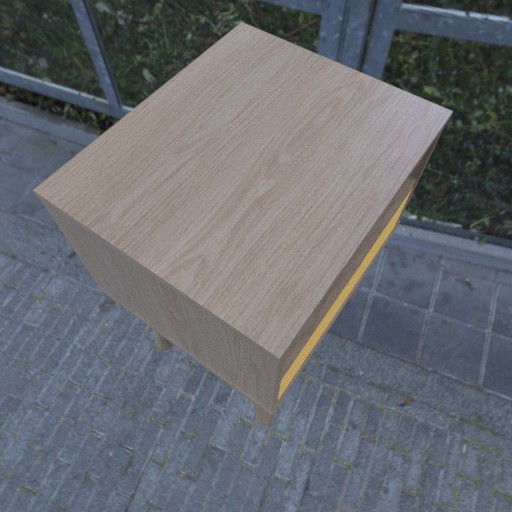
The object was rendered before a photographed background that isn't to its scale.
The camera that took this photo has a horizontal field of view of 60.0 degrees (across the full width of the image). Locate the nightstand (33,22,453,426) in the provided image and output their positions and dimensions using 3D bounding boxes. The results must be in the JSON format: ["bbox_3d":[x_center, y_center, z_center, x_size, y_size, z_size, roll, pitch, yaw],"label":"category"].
[{"bbox_3d":[0.000,0.000,0.849,0.380,0.571,0.450,31,64,17],"label":"nightstand"}]
